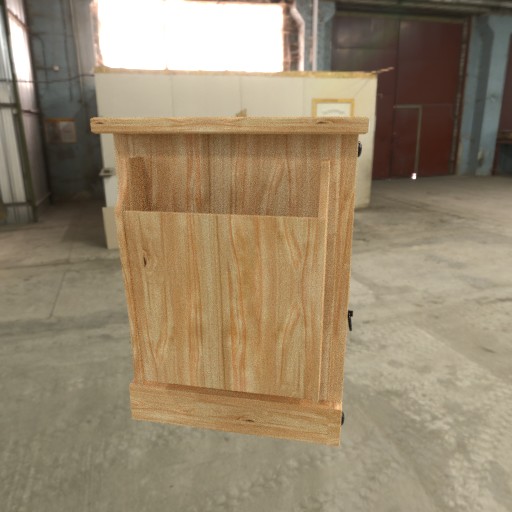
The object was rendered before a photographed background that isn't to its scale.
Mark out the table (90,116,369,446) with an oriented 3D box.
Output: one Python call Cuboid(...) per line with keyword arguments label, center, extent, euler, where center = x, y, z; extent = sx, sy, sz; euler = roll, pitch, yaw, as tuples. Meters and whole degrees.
Cuboid(label="table", center=(0.000, 0.000, 0.875), extent=(0.380, 0.515, 0.530), euler=(3, 17, 11))
